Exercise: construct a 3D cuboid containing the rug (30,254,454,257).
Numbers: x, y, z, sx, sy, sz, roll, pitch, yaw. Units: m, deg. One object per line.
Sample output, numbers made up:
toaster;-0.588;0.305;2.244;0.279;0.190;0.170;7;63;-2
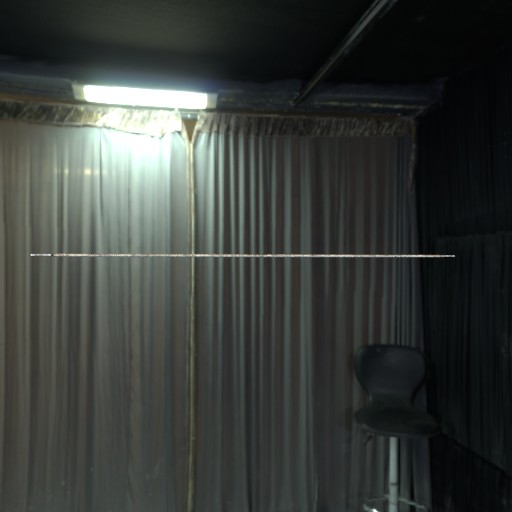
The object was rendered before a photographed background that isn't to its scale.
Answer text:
rug;0.000;0.000;3.020;2.664;0.011;0.762;0;0;-17
